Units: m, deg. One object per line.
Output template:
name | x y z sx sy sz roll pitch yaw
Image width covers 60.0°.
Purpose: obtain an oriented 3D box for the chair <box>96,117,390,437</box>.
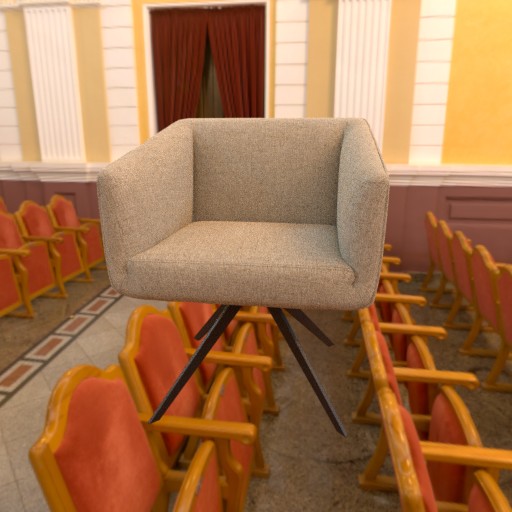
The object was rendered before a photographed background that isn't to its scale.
chair | 0.000 0.000 1.242 0.628 0.760 0.623 2 15 8
